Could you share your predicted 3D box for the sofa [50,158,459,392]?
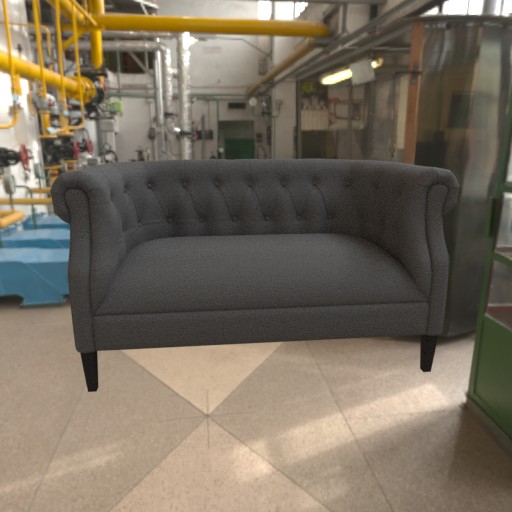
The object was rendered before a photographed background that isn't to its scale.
[{"bbox_3d":[0.000,0.000,2.016,1.558,0.827,0.835,-2,16,-6],"label":"sofa"}]
